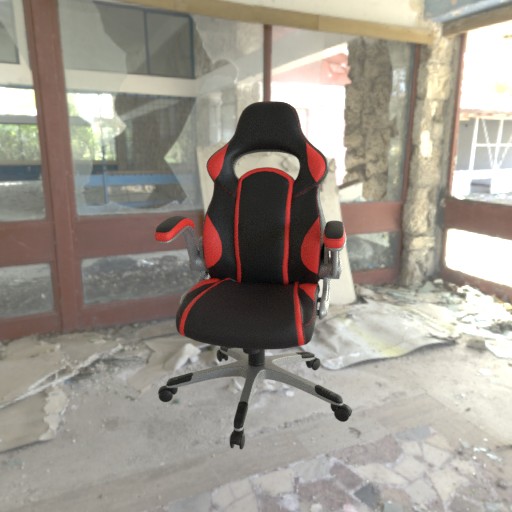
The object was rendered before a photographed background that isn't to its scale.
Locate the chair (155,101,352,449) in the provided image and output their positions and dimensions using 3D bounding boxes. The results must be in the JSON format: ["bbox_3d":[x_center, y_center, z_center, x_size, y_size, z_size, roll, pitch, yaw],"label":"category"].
[{"bbox_3d":[0.000,0.000,1.664,0.758,1.165,0.712,3,14,11],"label":"chair"}]
